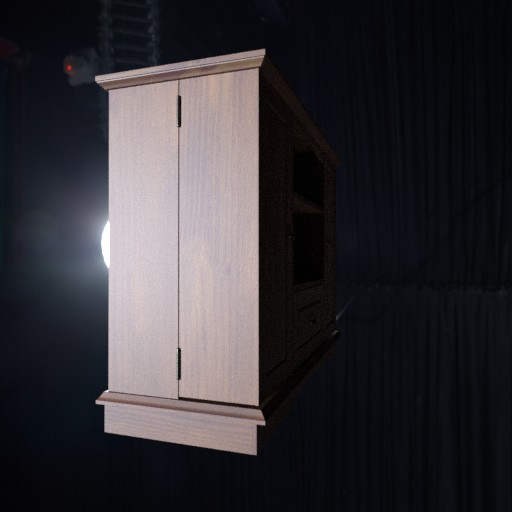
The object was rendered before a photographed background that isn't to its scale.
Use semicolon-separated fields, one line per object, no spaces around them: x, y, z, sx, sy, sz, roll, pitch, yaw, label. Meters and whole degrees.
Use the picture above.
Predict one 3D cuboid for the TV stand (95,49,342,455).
0.000;0.000;1.443;0.406;0.813;1.067;0;0;19;TV stand
